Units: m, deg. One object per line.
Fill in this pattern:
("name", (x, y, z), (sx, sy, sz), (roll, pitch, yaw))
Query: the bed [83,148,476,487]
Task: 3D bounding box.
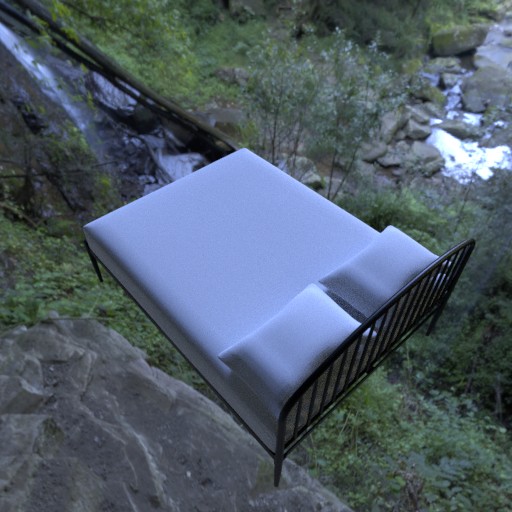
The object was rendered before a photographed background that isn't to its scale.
("bed", (0.000, 0.000, 3.104), (1.618, 1.166, 2.159), (-33, 55, -27))
